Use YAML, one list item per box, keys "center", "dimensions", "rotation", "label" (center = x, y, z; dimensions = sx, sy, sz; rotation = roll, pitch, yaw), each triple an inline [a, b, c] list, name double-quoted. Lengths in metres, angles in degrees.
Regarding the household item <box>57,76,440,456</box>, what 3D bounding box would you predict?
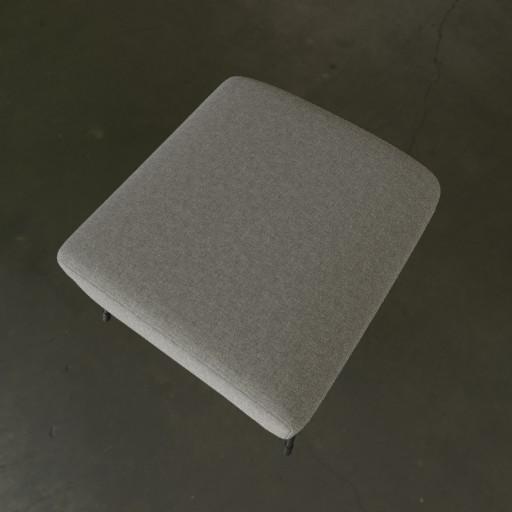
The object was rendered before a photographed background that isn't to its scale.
- center: [0.000, 0.000, 0.901]
  dimensions: [0.530, 0.410, 0.530]
  rotation: [32, 68, 14]
  label: "household item"
